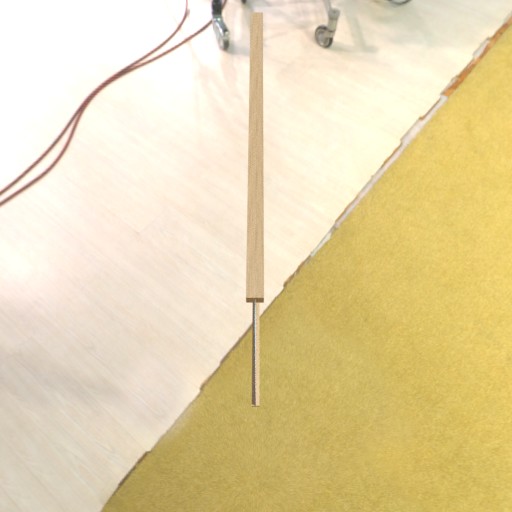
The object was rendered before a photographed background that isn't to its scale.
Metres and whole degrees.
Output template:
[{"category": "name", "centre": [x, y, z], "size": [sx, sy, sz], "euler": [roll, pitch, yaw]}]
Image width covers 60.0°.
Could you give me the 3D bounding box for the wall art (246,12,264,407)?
[{"category": "wall art", "centre": [0.000, 0.000, 0.759], "size": [0.016, 0.611, 0.401], "euler": [0, 63, 0]}]
